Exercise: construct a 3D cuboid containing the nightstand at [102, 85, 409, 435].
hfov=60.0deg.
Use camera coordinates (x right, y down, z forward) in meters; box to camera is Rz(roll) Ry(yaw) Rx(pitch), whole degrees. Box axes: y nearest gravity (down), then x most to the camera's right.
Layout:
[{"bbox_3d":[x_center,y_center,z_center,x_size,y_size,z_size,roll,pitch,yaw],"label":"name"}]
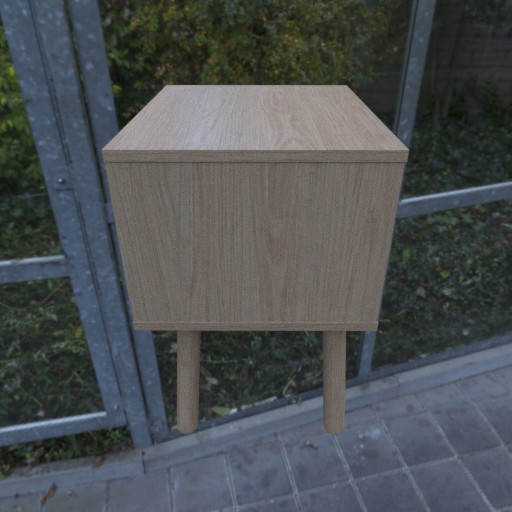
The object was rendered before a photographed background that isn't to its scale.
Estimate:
[{"bbox_3d":[0.000,0.000,0.887,0.380,0.571,0.450,0,31,0],"label":"nightstand"}]
